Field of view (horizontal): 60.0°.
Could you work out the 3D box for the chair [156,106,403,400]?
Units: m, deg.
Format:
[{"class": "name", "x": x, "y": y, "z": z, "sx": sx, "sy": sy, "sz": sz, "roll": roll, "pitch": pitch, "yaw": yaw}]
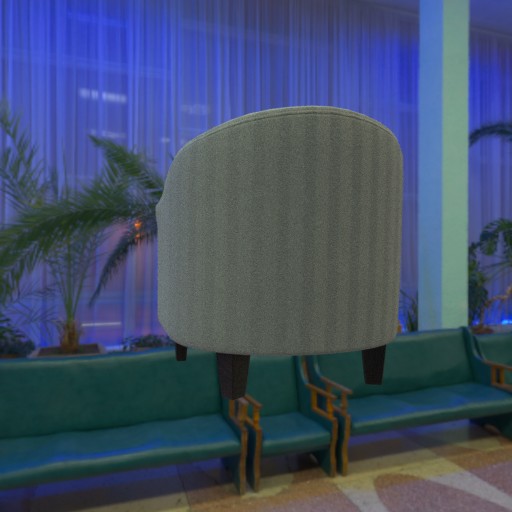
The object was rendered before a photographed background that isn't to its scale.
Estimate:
[{"class": "chair", "x": 0.000, "y": 0.000, "z": 1.715, "sx": 0.756, "sy": 0.757, "sz": 1.288, "roll": 0, "pitch": 0, "yaw": -18}]
